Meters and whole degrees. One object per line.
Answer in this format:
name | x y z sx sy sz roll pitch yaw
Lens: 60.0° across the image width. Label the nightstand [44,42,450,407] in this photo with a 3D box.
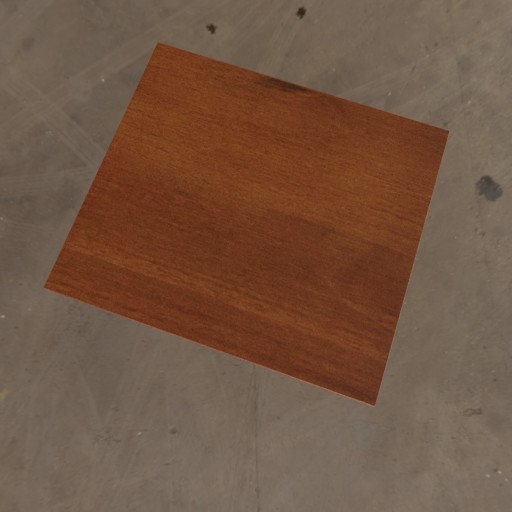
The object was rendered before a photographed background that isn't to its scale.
nightstand | 0.000 0.000 0.918 0.460 0.618 0.411 19 77 4
